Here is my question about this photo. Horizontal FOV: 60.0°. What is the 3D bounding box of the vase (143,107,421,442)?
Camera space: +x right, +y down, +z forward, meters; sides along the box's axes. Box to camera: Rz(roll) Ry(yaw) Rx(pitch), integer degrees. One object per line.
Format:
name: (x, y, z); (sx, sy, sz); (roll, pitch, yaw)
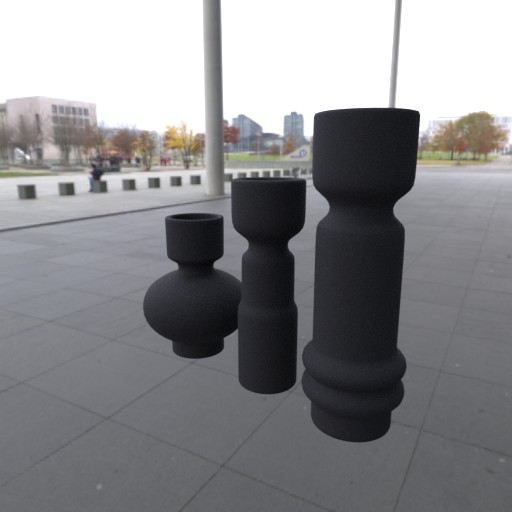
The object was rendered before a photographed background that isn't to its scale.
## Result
vase: (0.000, 0.000, 0.425); (0.307, 0.249, 0.120); (12, 18, 43)
